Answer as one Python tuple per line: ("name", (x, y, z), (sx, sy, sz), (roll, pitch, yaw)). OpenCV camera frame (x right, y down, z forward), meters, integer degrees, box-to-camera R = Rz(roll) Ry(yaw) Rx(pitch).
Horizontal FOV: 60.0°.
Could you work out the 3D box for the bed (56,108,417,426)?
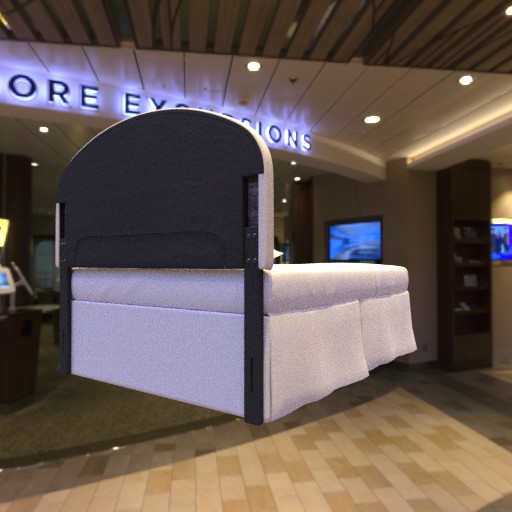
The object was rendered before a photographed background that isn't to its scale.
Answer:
("bed", (0.000, 0.000, 3.017), (1.607, 1.410, 2.005), (-1, -1, 36))
